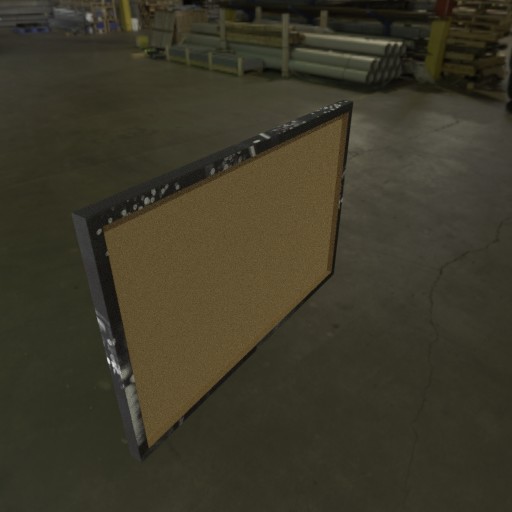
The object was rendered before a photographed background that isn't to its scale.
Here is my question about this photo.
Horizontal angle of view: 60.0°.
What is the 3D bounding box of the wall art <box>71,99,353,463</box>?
[{"bbox_3d":[0.000,0.000,1.143,0.038,0.609,0.914,21,38,30],"label":"wall art"}]
